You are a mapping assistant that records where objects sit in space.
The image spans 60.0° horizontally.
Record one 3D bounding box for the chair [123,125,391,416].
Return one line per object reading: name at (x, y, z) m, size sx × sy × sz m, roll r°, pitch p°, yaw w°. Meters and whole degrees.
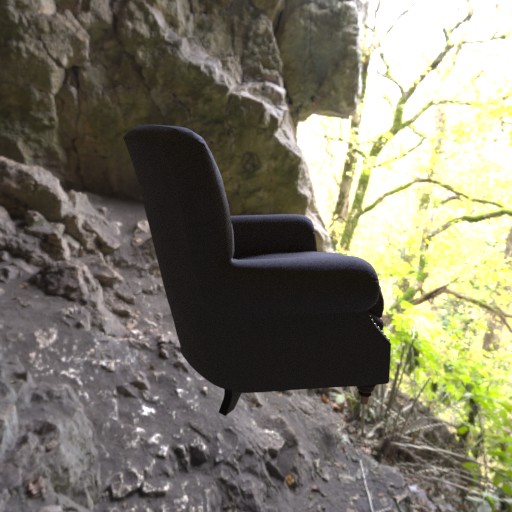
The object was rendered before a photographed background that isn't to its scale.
chair at (0.000, 0.000, 1.845) m, size 0.983 × 1.046 × 0.983 m, roll -2°, pitch 16°, yaw -8°
